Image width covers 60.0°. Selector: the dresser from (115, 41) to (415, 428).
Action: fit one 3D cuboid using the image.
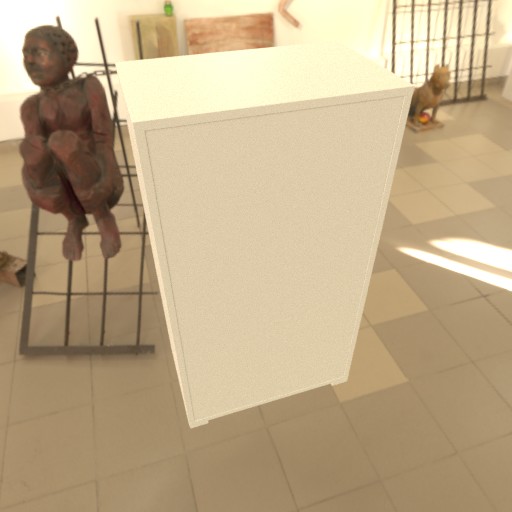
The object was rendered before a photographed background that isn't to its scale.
[{"bbox_3d":[0.000,0.000,1.486,0.650,1.190,0.400,-12,42,-14],"label":"dresser"}]
